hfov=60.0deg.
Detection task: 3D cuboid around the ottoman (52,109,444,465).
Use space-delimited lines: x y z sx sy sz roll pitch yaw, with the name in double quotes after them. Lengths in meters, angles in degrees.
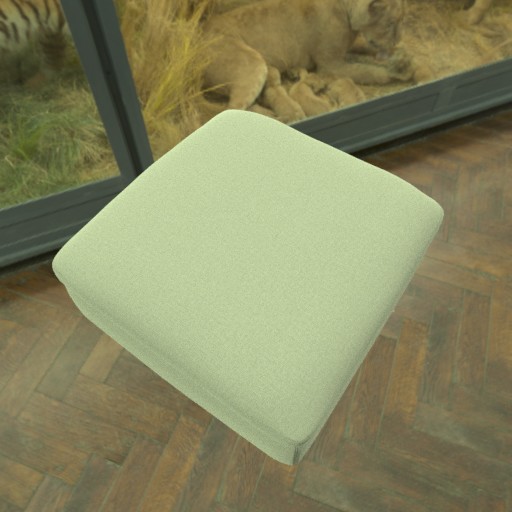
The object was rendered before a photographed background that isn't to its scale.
0.000 0.000 1.567 0.977 0.467 0.996 30 61 19 "ottoman"
